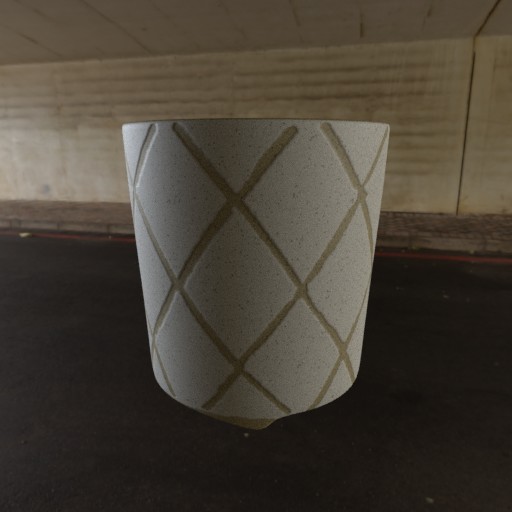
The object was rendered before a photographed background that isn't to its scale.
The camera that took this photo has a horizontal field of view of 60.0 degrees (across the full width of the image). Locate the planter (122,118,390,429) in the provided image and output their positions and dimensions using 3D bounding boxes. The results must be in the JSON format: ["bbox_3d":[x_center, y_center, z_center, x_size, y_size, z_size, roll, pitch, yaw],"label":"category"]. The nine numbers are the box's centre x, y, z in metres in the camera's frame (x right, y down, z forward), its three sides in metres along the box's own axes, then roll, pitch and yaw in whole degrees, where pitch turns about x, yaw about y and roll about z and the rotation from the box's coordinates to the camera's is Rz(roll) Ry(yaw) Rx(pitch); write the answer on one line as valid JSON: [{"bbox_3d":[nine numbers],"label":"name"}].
[{"bbox_3d":[0.000,0.000,0.352,0.191,0.199,0.191,0,14,0],"label":"planter"}]
